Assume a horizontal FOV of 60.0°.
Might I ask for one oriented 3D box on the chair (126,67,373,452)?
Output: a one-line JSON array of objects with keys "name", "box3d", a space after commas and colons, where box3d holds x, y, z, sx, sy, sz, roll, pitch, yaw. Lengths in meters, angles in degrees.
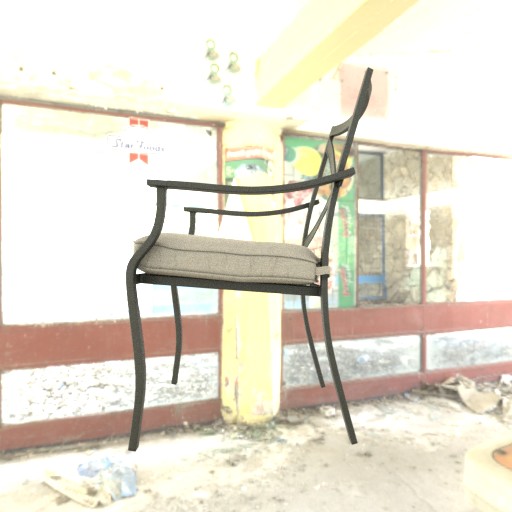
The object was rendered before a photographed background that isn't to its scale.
[{"name": "chair", "box3d": [0.000, 0.000, 1.284, 0.620, 0.889, 0.575, 0, 0, 0]}]
